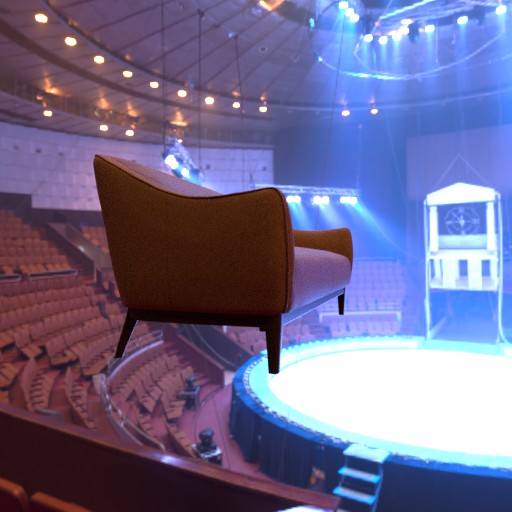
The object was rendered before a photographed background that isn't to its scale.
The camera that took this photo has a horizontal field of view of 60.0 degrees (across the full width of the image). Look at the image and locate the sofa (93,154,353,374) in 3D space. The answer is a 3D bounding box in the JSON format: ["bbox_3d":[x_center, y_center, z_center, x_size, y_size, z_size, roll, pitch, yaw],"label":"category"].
[{"bbox_3d":[0.000,0.000,2.461,0.869,0.830,1.928,0,-1,18],"label":"sofa"}]
